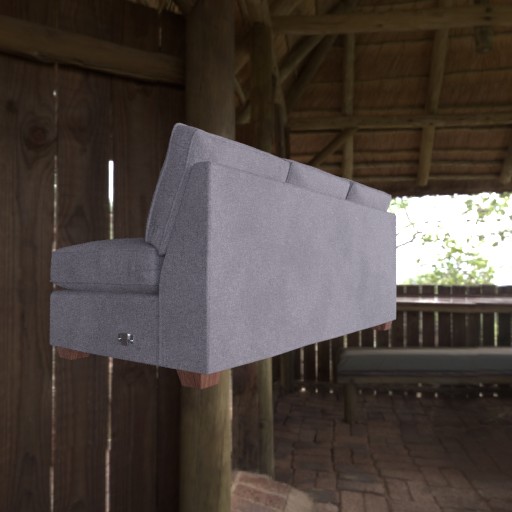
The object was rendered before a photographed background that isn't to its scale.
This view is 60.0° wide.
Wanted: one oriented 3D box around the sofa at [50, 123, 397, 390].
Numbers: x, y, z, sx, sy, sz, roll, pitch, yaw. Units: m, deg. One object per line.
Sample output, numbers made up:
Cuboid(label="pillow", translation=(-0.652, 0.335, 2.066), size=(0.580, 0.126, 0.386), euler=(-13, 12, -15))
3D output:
Cuboid(label="sofa", translation=(0.000, 0.000, 2.559), size=(1.027, 0.973, 1.962), euler=(-1, -2, 36))
